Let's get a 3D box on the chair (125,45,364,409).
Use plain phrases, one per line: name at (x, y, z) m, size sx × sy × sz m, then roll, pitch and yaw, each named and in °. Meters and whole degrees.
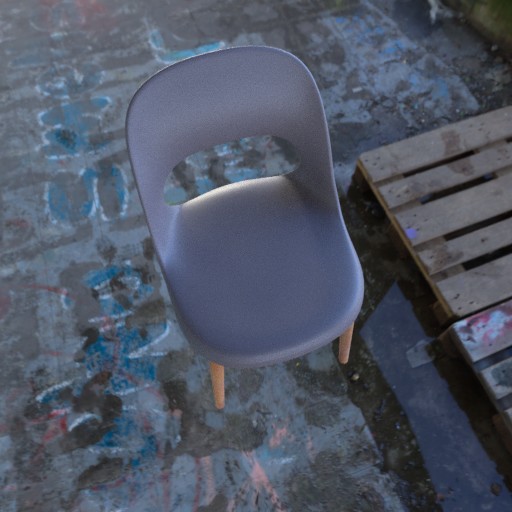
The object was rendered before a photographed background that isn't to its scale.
chair at (0.000, 0.000, 1.130) m, size 0.470 × 0.795 × 0.556 m, roll -18°, pitch 65°, yaw -9°
